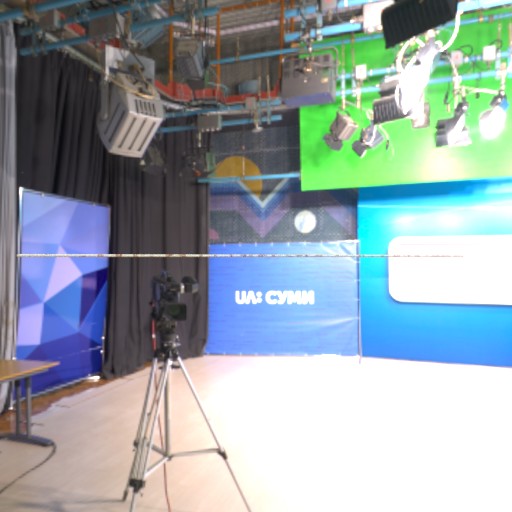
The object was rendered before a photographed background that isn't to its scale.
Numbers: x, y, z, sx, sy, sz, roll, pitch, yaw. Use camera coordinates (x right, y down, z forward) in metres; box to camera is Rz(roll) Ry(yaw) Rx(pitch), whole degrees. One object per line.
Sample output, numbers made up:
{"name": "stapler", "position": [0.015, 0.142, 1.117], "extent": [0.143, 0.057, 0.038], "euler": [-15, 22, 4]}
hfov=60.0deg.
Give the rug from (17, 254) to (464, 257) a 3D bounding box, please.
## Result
{"name": "rug", "position": [0.000, 0.000, 2.653], "extent": [2.435, 0.011, 0.750], "euler": [0, 0, -19]}
